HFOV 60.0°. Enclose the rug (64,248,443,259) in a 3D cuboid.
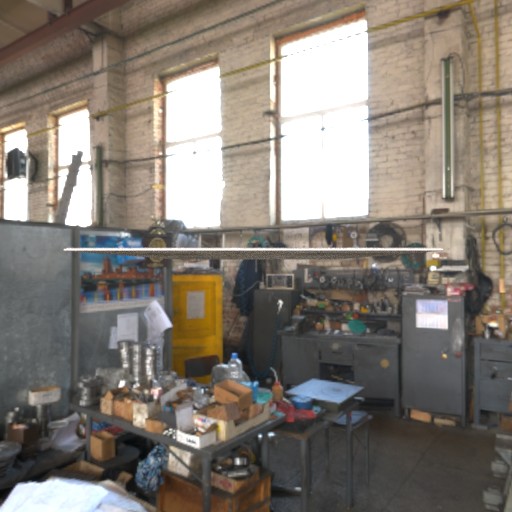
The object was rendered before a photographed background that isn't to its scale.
[{"bbox_3d":[0.000,0.000,3.006,1.536,0.012,2.431,0,-1,1],"label":"rug"}]
